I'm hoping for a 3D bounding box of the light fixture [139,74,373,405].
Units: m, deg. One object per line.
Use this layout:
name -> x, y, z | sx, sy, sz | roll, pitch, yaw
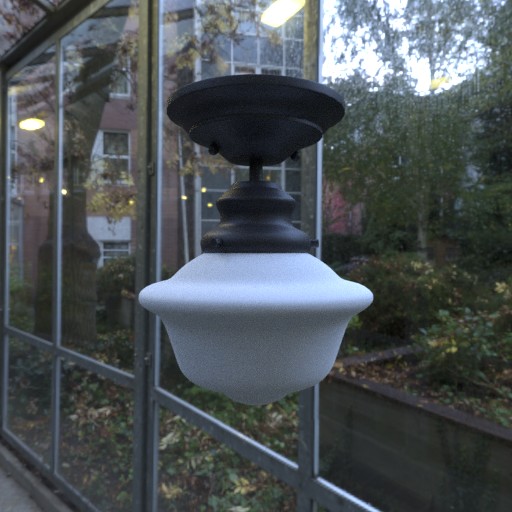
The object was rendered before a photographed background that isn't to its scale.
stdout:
light fixture -> 0.000, 0.000, 0.384 | 0.197, 0.254, 0.197 | 0, 0, 0
